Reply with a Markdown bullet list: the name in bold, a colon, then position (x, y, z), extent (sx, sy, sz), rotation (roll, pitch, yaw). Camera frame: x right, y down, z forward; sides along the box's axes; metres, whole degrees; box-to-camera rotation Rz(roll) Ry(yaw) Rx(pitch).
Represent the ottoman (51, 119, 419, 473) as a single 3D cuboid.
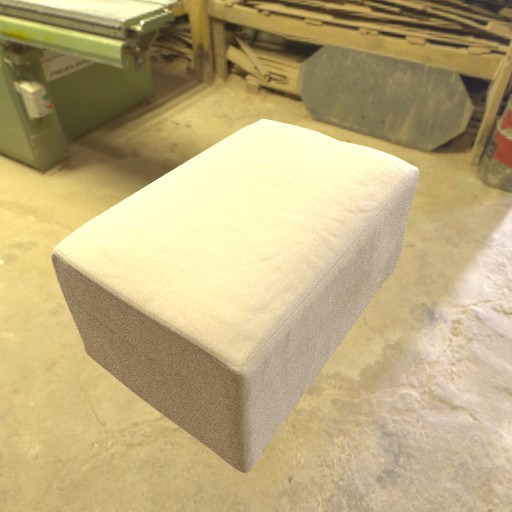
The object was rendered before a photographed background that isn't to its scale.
- **ottoman**: position (0.000, 0.000, 1.226), extent (0.590, 0.444, 0.872), rotation (26, 48, 26)
